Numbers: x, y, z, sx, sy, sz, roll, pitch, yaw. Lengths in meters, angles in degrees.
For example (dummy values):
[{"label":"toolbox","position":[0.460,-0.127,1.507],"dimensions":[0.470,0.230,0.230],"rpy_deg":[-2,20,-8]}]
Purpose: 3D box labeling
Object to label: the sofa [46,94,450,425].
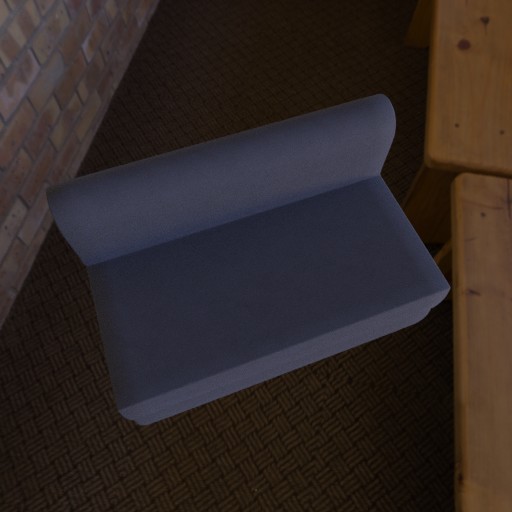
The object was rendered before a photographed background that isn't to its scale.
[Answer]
[{"label":"sofa","position":[0.000,0.000,1.653],"dimensions":[1.219,0.660,0.762],"rpy_deg":[-18,64,-9]}]
